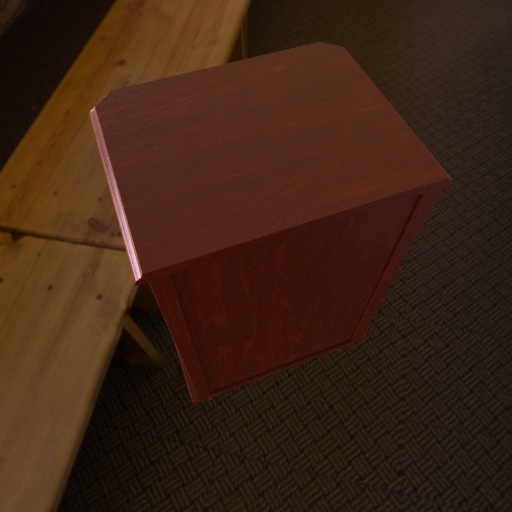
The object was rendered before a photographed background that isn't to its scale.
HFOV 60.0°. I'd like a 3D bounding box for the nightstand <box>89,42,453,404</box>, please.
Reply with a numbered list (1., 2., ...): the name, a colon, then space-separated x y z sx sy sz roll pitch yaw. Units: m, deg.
1. nightstand: 0.000 0.000 0.919 0.435 0.681 0.351 -18 60 -11
